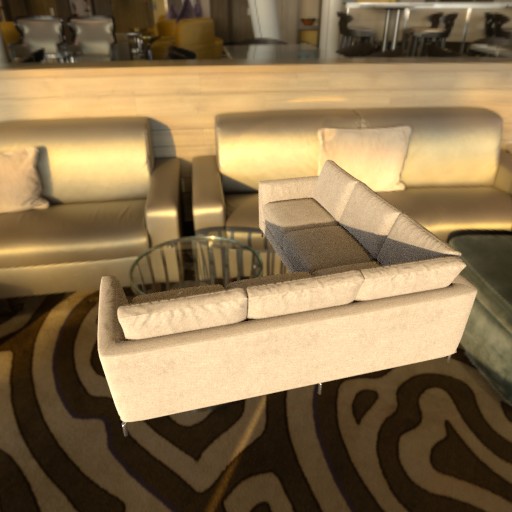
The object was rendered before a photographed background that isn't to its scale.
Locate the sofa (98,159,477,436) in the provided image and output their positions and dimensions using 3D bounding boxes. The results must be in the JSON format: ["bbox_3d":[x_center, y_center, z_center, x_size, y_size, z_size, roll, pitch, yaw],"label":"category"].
[{"bbox_3d":[0.000,0.000,3.742,2.438,0.864,2.438,-8,30,-13],"label":"sofa"}]
